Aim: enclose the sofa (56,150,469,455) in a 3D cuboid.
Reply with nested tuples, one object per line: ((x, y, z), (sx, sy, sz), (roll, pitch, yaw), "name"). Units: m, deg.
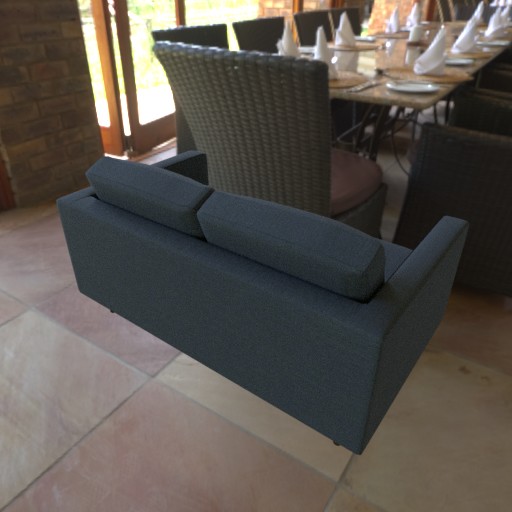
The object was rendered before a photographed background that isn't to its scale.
((0.000, 0.000, 2.174), (1.659, 0.907, 0.999), (21, 37, 31), "sofa")
